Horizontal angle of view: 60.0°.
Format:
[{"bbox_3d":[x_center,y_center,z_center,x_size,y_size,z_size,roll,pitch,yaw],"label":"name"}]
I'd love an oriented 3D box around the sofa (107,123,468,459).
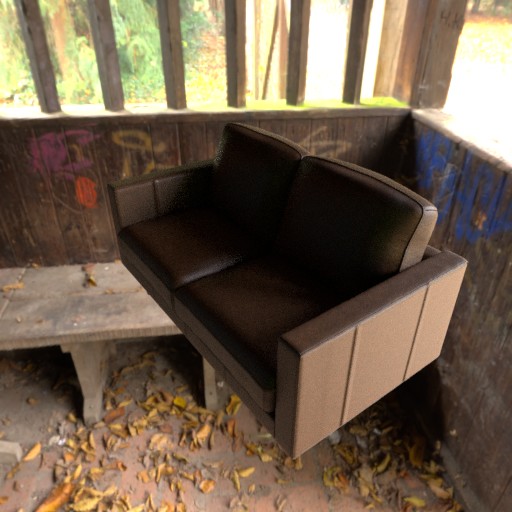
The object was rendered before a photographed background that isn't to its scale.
[{"bbox_3d":[0.000,0.000,2.149,0.909,0.951,1.578,-21,38,-30],"label":"sofa"}]
